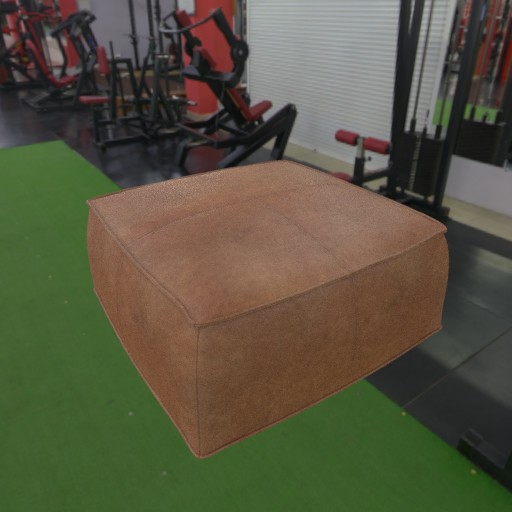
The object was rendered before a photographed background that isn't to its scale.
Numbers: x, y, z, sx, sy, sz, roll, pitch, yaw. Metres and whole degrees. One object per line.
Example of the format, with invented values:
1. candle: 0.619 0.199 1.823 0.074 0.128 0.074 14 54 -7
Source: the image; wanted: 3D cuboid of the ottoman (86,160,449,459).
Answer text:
1. ottoman: 0.000 0.000 1.412 0.902 0.395 0.901 -18 34 -29
